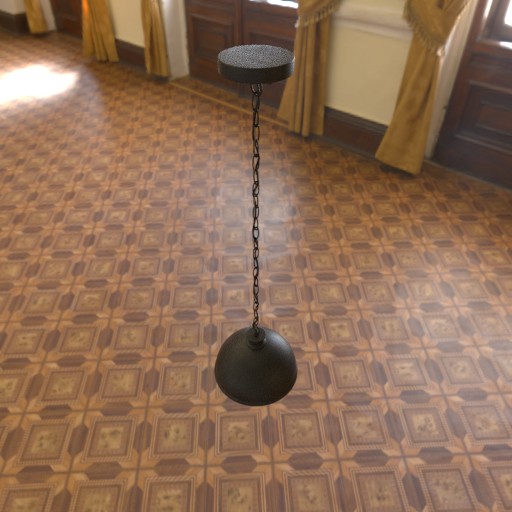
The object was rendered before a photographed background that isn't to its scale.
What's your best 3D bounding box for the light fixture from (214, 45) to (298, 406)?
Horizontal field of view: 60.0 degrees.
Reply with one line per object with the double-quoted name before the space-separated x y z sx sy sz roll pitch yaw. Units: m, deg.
"light fixture" 0.000 0.000 1.271 0.304 1.090 0.304 -24 46 -26
